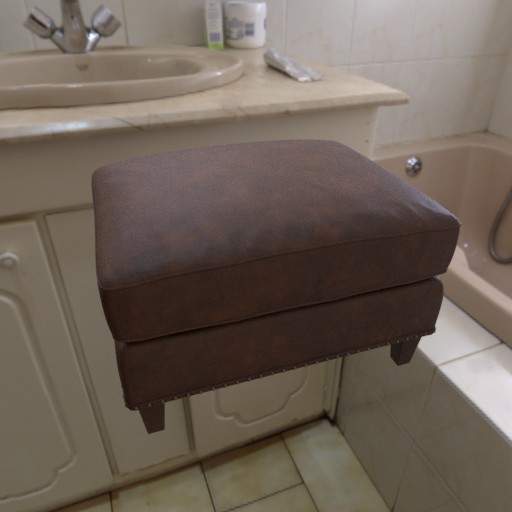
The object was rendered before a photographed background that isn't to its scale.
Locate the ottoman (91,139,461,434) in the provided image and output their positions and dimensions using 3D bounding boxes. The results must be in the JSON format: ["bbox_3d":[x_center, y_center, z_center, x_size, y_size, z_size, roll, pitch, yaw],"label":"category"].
[{"bbox_3d":[0.000,0.000,1.140,0.742,0.486,0.586,-10,33,-16],"label":"ottoman"}]
